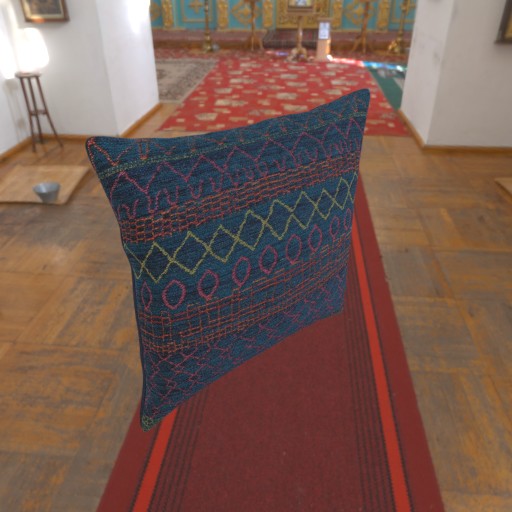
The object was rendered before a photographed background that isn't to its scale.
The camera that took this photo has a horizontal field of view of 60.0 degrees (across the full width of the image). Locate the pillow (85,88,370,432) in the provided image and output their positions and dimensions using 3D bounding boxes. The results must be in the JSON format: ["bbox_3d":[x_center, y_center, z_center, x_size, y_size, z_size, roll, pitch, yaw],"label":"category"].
[{"bbox_3d":[0.000,0.000,0.650,0.431,0.431,0.141,-23,39,-33],"label":"pillow"}]
